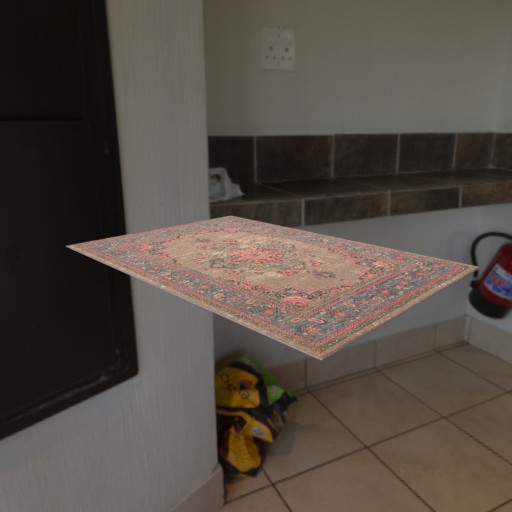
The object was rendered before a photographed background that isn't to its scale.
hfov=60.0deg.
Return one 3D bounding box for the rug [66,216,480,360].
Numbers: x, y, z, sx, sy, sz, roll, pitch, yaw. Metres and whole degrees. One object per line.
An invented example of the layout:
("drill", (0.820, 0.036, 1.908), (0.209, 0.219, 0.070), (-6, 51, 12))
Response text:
("rug", (0.000, 0.000, 3.722), (2.005, 0.013, 2.890), (-16, 22, -43))
